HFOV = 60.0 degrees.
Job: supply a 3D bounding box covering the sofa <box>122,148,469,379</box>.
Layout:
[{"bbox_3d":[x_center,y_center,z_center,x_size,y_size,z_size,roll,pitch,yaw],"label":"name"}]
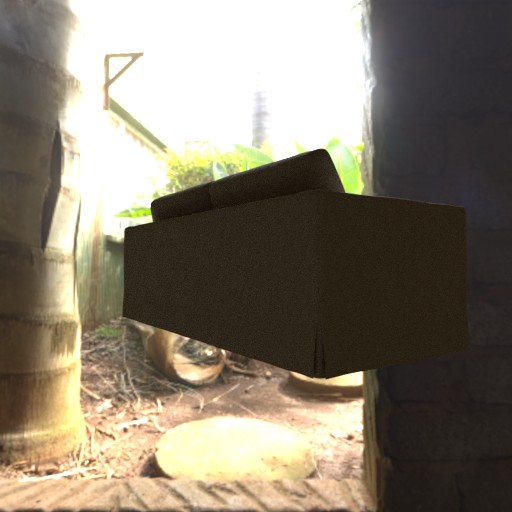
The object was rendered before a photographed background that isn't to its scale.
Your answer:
[{"bbox_3d":[0.000,0.000,2.676,0.954,0.881,2.163,1,-1,-34],"label":"sofa"}]
